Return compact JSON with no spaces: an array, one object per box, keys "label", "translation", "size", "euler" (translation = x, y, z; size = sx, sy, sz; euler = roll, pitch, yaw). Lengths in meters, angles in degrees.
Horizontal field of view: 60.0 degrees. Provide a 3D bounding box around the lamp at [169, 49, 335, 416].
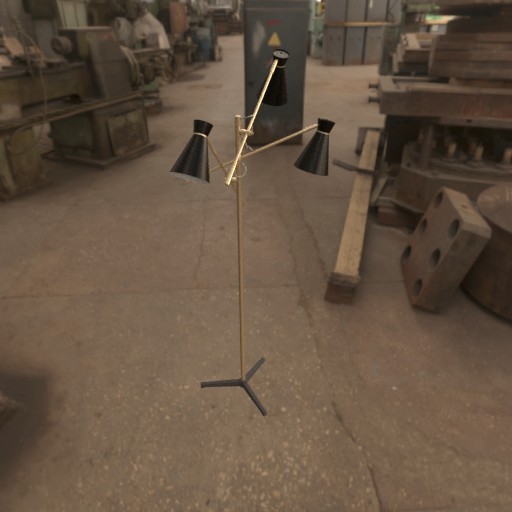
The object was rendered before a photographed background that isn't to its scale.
[{"label":"lamp","translation":[0.000,0.000,2.175],"size":[0.653,1.804,0.750],"euler":[0,30,0]}]
